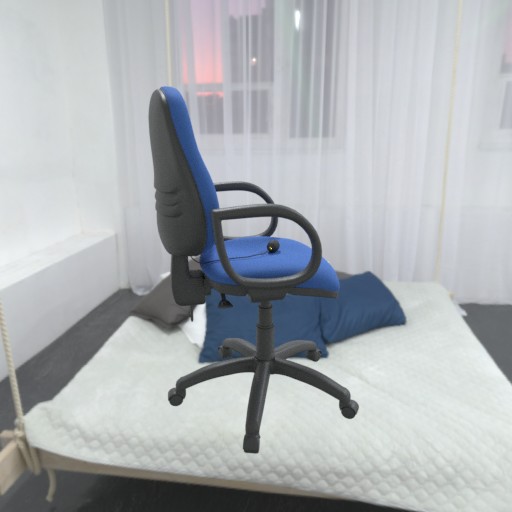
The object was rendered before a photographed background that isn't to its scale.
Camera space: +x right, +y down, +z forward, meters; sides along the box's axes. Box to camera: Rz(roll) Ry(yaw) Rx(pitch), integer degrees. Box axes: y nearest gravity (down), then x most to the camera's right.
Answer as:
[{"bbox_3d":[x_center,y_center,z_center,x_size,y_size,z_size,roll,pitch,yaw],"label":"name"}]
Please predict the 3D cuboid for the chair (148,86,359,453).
[{"bbox_3d":[0.000,0.000,1.267,0.549,0.905,0.552,-3,17,-11],"label":"chair"}]
